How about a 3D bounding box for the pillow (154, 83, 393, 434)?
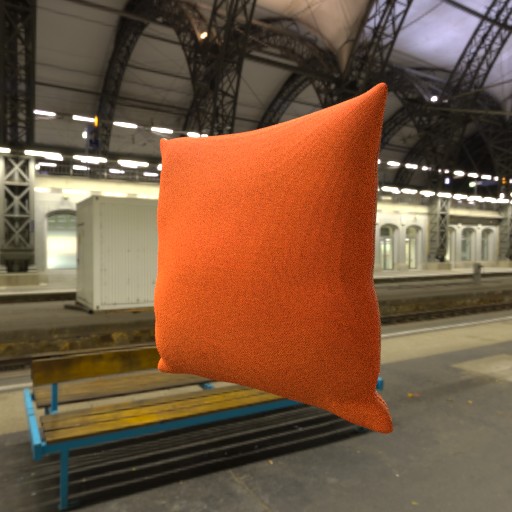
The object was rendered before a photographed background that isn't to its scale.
[{"bbox_3d":[0.000,0.000,0.687,0.440,0.441,0.182,1,1,37],"label":"pillow"}]
